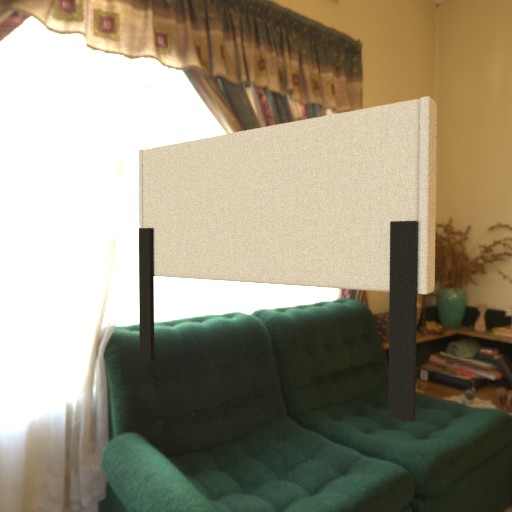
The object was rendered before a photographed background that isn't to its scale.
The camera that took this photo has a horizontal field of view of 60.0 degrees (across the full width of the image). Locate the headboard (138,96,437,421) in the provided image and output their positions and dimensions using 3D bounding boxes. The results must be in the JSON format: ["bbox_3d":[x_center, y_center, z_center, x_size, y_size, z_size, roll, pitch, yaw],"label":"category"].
[{"bbox_3d":[0.000,0.000,2.713,2.051,1.524,0.184,1,2,36],"label":"headboard"}]
